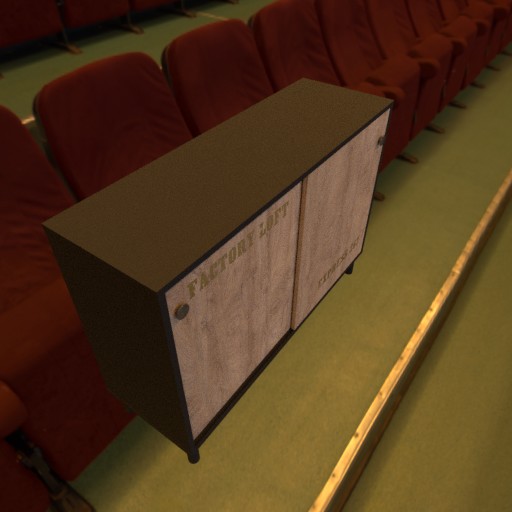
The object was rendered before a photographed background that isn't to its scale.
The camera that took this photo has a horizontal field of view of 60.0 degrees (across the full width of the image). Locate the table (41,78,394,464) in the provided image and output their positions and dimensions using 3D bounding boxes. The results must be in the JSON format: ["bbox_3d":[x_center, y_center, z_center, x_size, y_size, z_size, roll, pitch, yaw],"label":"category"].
[{"bbox_3d":[0.000,0.000,1.619,0.400,0.855,1.200,26,47,26],"label":"table"}]
